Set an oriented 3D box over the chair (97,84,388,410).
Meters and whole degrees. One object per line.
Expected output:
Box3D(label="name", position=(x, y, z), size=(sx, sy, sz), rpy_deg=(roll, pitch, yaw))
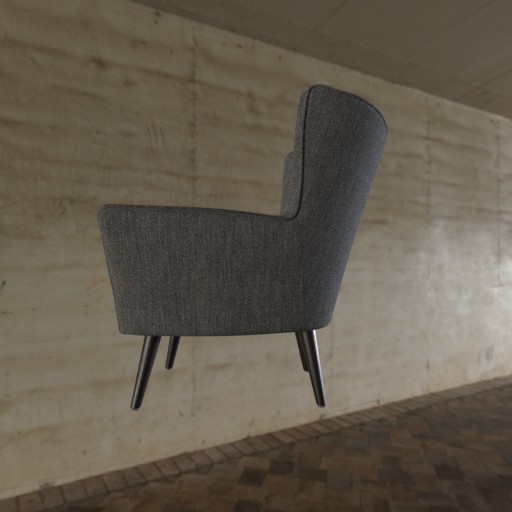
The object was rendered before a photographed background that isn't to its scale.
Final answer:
Box3D(label="chair", position=(0.000, 0.000, 1.588), size=(0.888, 0.933, 0.781), rpy_deg=(0, 0, 1))
